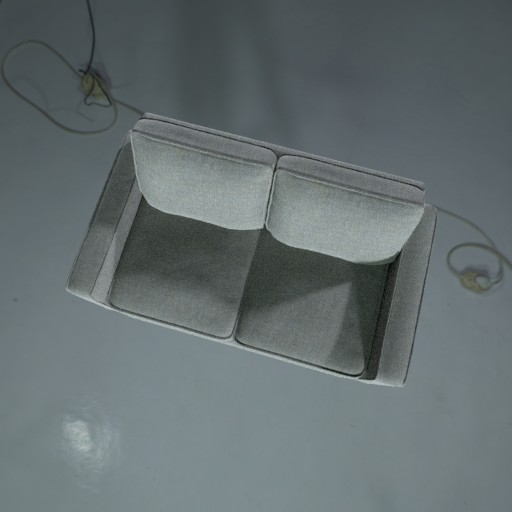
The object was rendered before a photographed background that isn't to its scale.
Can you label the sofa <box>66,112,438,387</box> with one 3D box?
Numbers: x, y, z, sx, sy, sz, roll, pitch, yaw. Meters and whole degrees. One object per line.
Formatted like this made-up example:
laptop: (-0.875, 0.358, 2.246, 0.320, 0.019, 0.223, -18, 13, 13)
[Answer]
sofa: (0.000, 0.000, 2.339, 1.706, 0.915, 0.945, 15, 76, 4)
